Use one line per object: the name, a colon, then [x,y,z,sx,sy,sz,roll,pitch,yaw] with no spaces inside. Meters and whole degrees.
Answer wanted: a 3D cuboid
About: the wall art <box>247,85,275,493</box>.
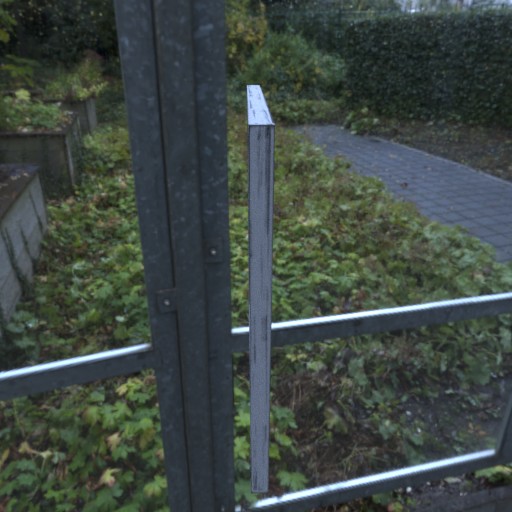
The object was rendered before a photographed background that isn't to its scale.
wall art: [0.000,0.000,1.127,0.037,0.761,0.761,-1,25,-1]
